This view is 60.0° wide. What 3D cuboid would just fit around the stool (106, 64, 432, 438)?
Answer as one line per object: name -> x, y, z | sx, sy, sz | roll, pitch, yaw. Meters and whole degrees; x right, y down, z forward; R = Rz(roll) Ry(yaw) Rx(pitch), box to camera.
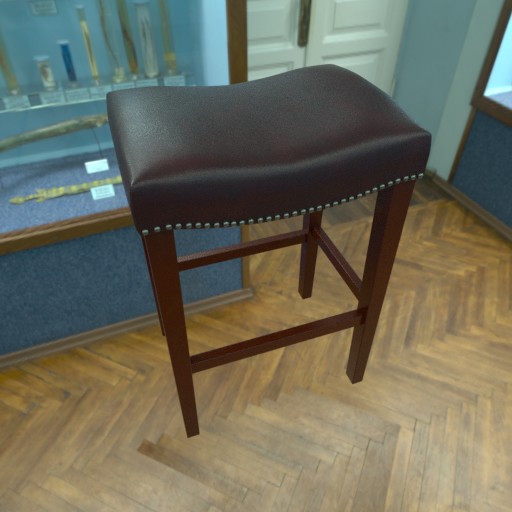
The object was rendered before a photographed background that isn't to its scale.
stool -> 0.000, 0.000, 1.017 | 0.504, 0.742, 0.372 | -13, 43, -14
